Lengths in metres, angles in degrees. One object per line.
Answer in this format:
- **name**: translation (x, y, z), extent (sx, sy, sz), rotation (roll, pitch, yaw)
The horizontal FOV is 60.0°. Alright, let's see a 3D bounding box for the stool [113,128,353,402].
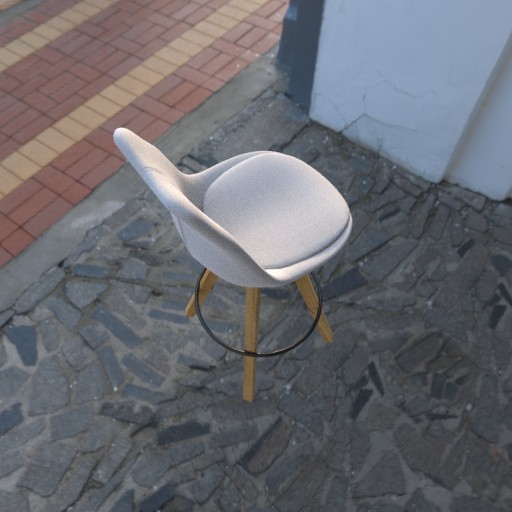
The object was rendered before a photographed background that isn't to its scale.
- **stool**: translation (0.000, 0.000, 1.391), extent (0.550, 1.115, 0.484), rotation (-32, 63, -18)
